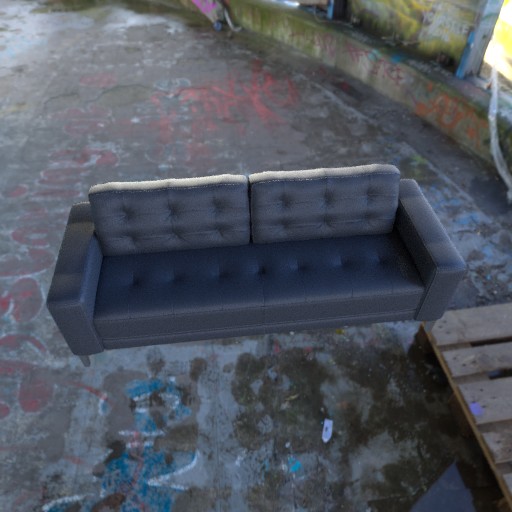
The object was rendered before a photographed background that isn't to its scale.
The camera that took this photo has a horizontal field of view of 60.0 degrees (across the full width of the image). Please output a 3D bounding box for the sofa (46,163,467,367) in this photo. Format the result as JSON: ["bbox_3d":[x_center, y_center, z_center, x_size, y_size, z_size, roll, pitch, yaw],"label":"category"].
[{"bbox_3d":[0.000,0.000,2.737,2.275,0.893,0.833,-5,46,-5],"label":"sofa"}]
